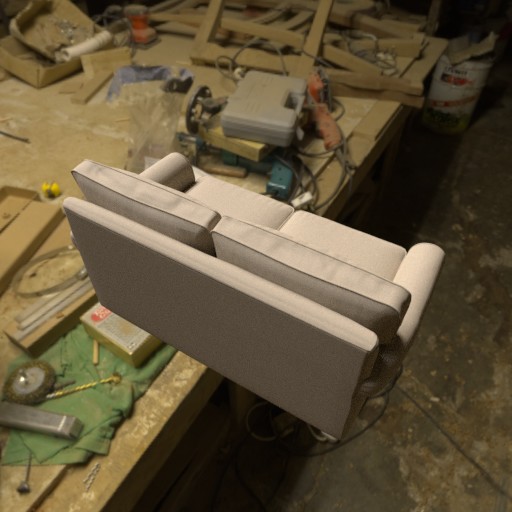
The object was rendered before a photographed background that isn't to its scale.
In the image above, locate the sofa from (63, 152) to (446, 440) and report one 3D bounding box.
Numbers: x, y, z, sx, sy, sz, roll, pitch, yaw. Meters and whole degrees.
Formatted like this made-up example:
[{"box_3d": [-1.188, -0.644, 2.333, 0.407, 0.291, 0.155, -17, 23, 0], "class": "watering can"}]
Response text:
[{"box_3d": [0.000, 0.000, 2.219, 1.665, 0.937, 0.964, 23, 49, 22], "class": "sofa"}]
